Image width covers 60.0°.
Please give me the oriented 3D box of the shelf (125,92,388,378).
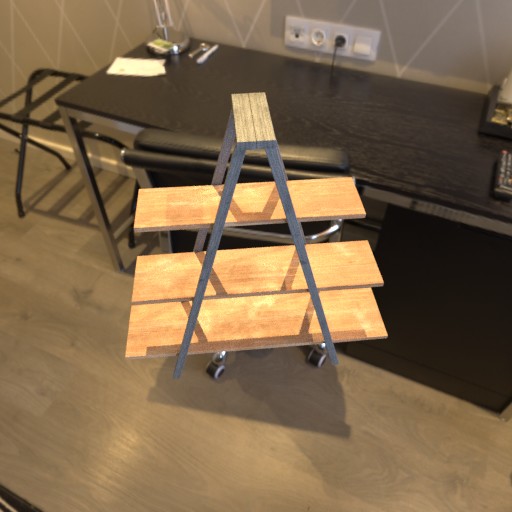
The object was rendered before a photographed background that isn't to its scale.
[{"bbox_3d":[0.000,0.000,2.604,1.746,1.808,0.508,-4,47,-4],"label":"shelf"}]
